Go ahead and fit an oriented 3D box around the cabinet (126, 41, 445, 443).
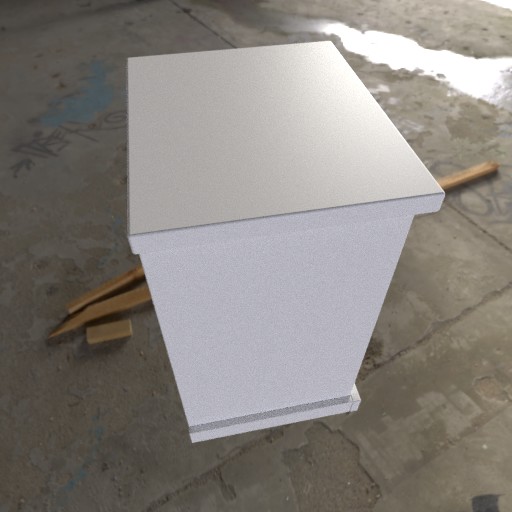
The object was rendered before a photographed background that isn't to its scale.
[{"bbox_3d":[0.000,0.000,1.018,0.431,0.723,0.520,-8,48,-8],"label":"cabinet"}]
